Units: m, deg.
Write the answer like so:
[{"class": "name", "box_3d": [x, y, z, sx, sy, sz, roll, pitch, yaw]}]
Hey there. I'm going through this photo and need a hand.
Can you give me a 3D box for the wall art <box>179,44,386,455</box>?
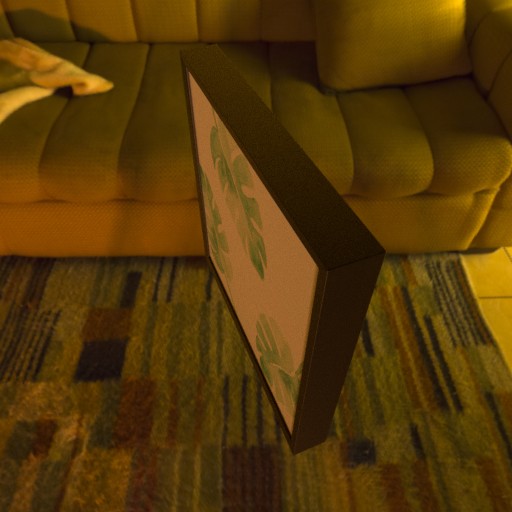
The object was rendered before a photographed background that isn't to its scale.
[{"class": "wall art", "box_3d": [0.000, 0.000, 0.456, 0.038, 0.304, 0.304, -17, 50, -15]}]
